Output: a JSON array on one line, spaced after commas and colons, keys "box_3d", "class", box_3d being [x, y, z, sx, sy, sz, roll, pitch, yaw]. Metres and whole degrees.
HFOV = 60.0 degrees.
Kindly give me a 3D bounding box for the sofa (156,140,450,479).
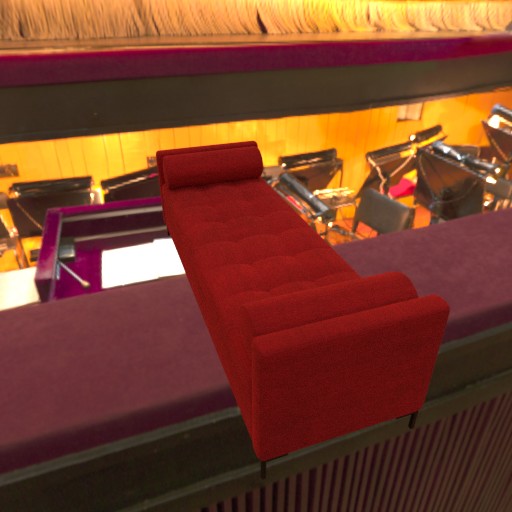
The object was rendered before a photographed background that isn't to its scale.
[{"box_3d": [0.000, 0.000, 2.321, 0.686, 0.635, 1.981, -10, 33, -17], "class": "sofa"}]
